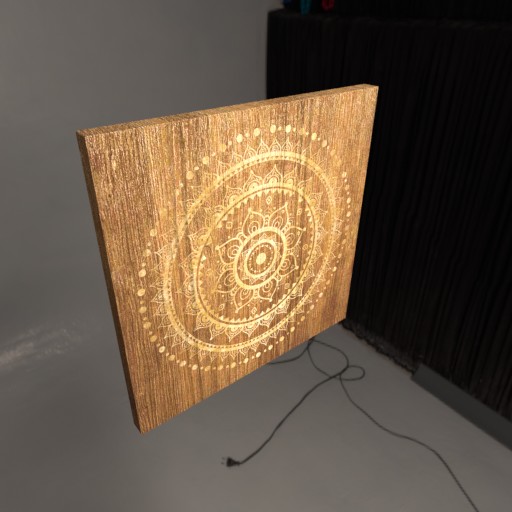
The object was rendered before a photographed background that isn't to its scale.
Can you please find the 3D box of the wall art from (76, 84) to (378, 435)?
[{"bbox_3d":[0.000,0.000,0.911,0.611,0.608,0.042,-22,38,-32],"label":"wall art"}]
